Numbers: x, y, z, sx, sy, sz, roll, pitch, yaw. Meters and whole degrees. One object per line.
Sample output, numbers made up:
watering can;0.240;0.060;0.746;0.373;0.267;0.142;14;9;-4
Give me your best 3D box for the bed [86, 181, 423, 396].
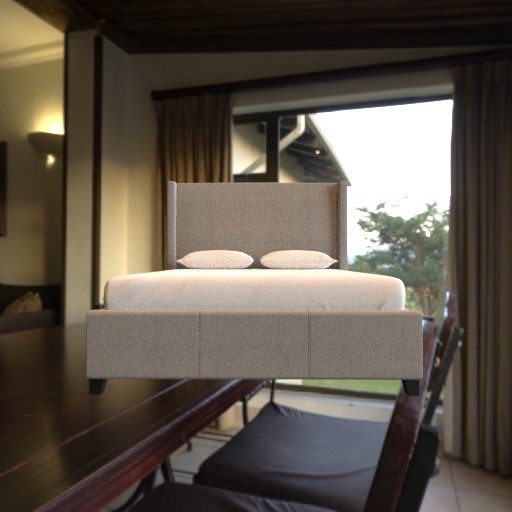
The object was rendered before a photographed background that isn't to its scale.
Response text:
bed;0.000;0.000;3.410;1.774;1.491;2.222;0;0;1
